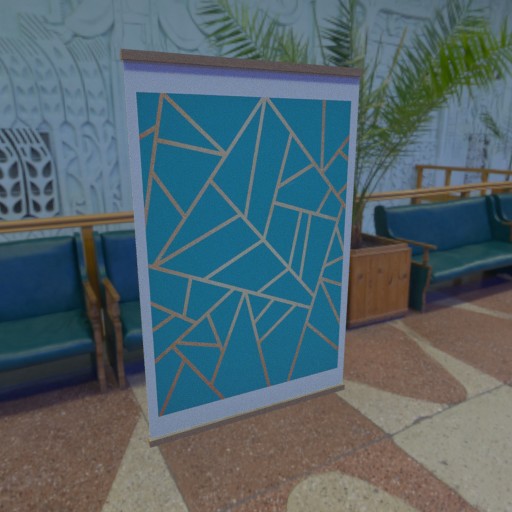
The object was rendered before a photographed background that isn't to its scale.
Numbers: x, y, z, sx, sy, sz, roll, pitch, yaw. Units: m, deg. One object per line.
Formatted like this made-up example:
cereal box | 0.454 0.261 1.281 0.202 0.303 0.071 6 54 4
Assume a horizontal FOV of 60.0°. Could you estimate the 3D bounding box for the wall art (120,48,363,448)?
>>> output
wall art | 0.000 0.000 1.861 0.990 1.519 0.030 -7 17 -25
